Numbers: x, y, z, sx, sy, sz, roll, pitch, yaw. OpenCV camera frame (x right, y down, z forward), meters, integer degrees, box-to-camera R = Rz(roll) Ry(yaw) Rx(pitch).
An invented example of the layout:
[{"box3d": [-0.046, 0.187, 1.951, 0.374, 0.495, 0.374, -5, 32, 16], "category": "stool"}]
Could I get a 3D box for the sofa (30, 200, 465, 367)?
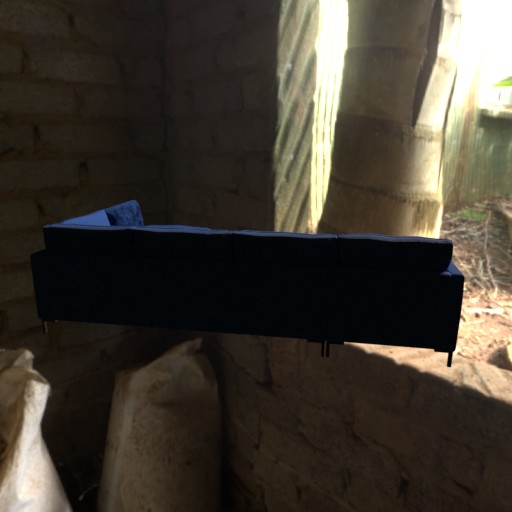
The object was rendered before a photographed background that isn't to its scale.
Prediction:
[{"box3d": [0.000, 0.000, 3.265, 2.486, 0.687, 1.707, 3, 15, 10], "category": "sofa"}]
